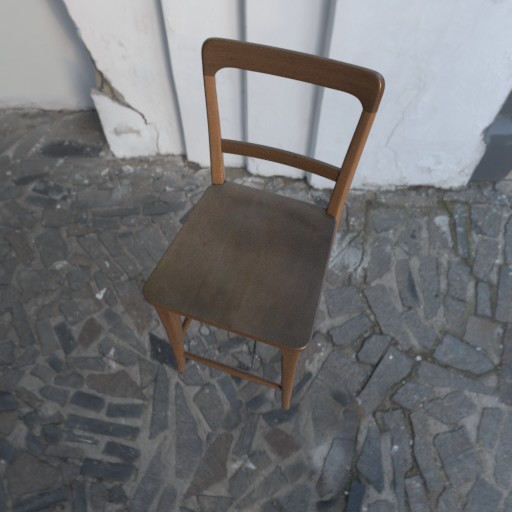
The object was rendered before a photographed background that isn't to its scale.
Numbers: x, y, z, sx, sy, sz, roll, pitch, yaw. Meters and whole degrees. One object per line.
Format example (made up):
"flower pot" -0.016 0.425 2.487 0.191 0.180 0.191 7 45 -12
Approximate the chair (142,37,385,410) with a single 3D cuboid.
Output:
"chair" 0.000 0.000 1.301 0.450 0.991 0.546 17 59 10
